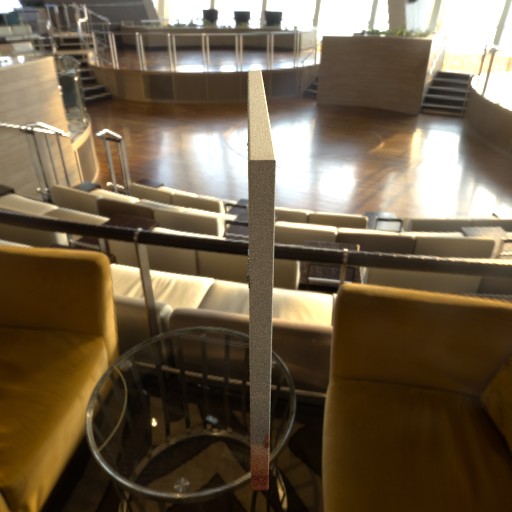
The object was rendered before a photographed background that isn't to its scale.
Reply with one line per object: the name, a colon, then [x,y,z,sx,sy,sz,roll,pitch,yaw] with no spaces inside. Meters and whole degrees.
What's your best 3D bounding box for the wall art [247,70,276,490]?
wall art: [0.000,0.000,0.889,0.034,0.605,0.605,0,31,-1]
